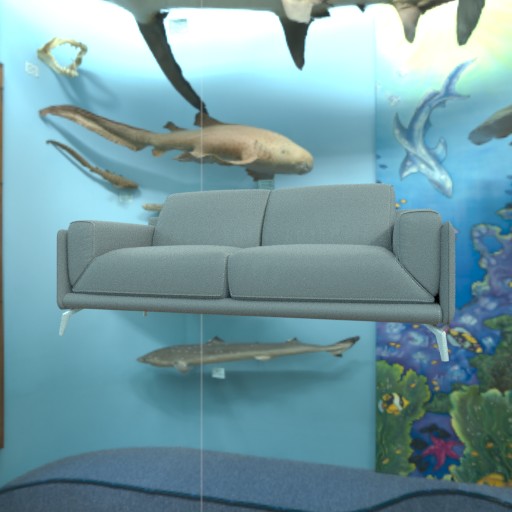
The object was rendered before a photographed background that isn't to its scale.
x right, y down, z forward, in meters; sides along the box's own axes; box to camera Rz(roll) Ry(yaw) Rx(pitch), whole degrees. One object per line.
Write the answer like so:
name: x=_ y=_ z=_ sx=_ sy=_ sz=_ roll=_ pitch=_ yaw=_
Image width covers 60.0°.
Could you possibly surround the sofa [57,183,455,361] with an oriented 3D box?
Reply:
sofa: x=0.000 y=0.000 z=2.627 sx=2.100 sy=0.900 sz=0.969 roll=0 pitch=0 yaw=18
